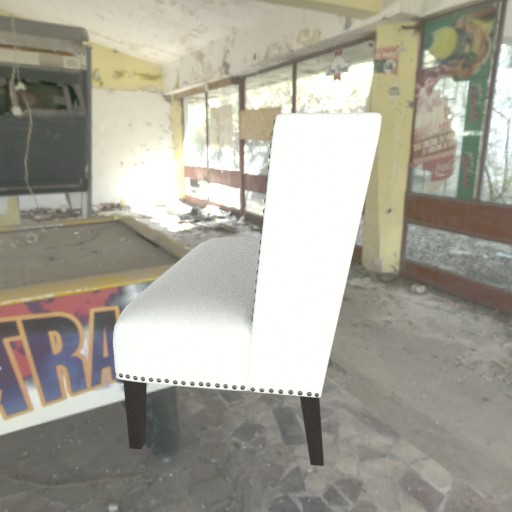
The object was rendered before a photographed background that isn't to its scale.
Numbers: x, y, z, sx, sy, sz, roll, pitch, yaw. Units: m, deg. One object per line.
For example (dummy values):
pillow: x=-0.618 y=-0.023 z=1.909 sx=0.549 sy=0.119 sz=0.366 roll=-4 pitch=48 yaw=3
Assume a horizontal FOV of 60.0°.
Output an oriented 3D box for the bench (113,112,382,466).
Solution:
bench: x=0.000 y=0.000 z=1.964 sx=0.847 sy=1.123 sz=1.280 roll=2 pitch=14 yaw=7
